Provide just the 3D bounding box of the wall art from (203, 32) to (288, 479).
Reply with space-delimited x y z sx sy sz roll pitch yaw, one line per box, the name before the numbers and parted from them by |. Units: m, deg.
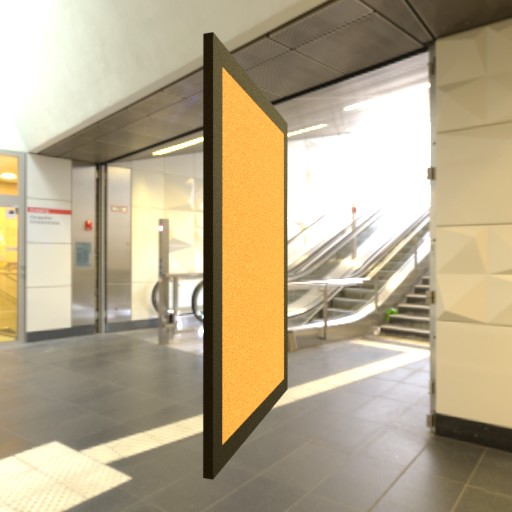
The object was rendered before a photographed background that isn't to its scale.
wall art | 0.000 0.000 0.611 0.011 0.459 0.326 0 0 18
